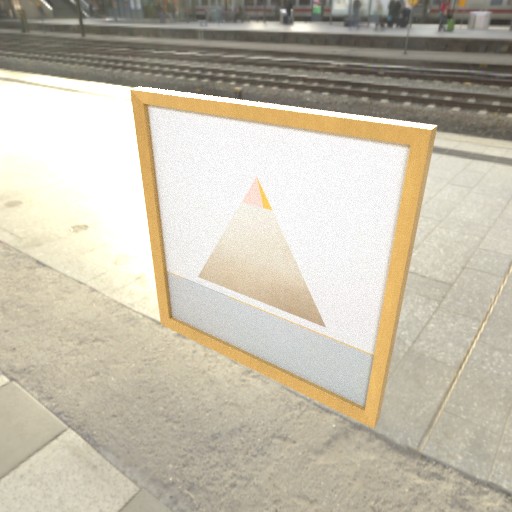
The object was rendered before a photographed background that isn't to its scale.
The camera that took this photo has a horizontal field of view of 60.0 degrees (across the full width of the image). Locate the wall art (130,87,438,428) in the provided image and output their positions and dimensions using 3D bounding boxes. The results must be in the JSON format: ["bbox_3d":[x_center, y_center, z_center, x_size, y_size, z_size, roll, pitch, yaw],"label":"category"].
[{"bbox_3d":[0.000,0.000,2.933,1.935,1.936,0.097,19,34,29],"label":"wall art"}]
